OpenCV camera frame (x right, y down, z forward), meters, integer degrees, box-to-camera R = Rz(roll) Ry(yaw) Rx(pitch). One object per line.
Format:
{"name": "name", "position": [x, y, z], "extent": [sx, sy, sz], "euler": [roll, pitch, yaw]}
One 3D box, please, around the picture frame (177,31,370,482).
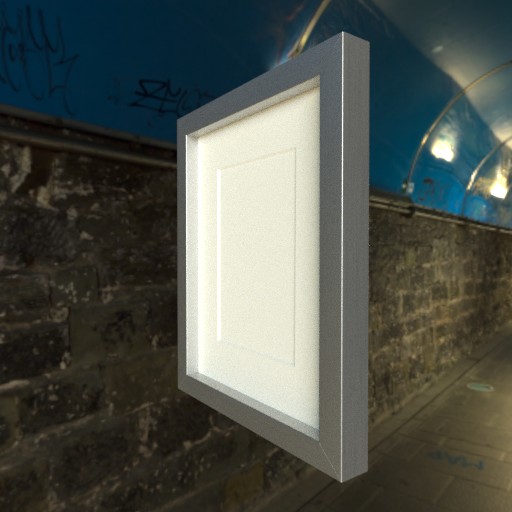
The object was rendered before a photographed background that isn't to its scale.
{"name": "picture frame", "position": [0.000, 0.000, 0.381], "extent": [0.036, 0.282, 0.233], "euler": [-1, 1, -36]}
